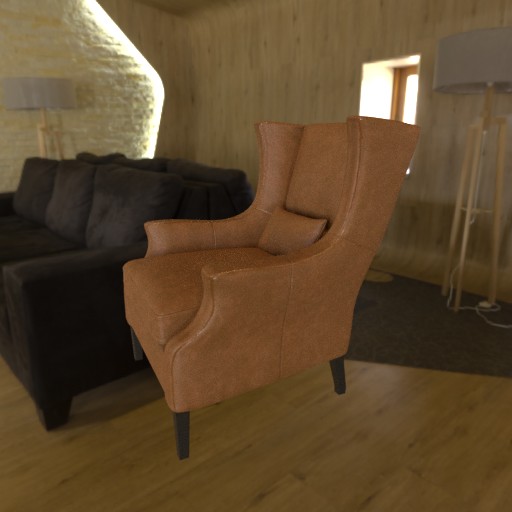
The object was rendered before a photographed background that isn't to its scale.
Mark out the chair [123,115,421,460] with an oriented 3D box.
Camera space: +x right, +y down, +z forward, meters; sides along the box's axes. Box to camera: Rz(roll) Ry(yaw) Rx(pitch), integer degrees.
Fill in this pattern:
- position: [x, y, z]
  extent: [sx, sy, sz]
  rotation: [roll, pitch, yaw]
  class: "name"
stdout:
- position: [0.000, 0.000, 1.708]
  extent: [0.925, 1.016, 0.852]
  rotation: [-7, 17, -25]
  class: "chair"
